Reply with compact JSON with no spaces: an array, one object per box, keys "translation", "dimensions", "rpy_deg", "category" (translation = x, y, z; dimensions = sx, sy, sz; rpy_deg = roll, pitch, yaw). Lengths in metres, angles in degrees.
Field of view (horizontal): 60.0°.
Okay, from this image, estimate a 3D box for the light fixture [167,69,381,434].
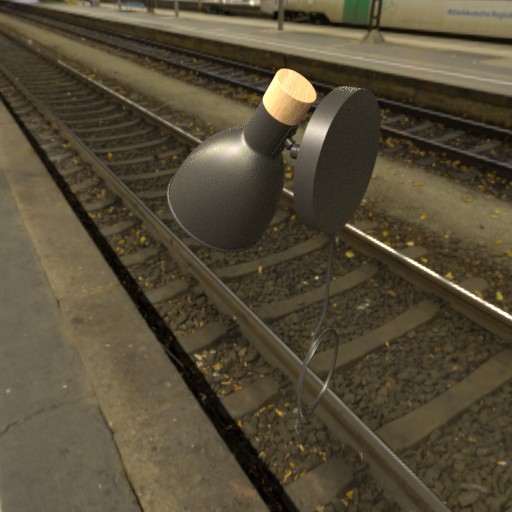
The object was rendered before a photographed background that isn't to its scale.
[{"translation":[0.000,0.000,0.504],"dimensions":[0.203,0.401,0.127],"rpy_deg":[21,37,30],"category":"light fixture"}]
